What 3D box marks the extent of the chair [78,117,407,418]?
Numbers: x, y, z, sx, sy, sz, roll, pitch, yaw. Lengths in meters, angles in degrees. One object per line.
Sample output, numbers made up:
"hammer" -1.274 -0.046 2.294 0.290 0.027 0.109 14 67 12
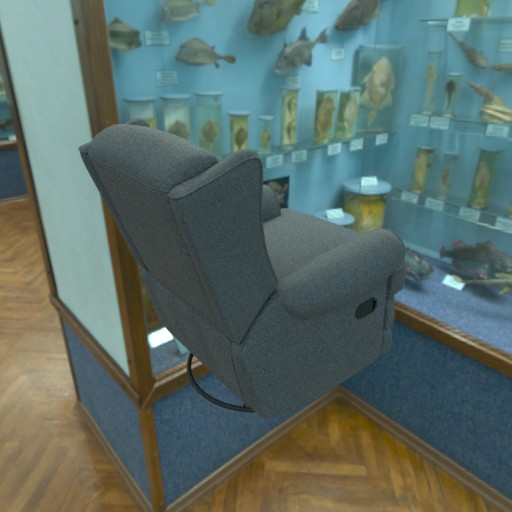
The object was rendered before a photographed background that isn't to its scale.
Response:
"chair" 0.000 0.000 1.668 0.969 1.011 0.847 -19 32 -34
